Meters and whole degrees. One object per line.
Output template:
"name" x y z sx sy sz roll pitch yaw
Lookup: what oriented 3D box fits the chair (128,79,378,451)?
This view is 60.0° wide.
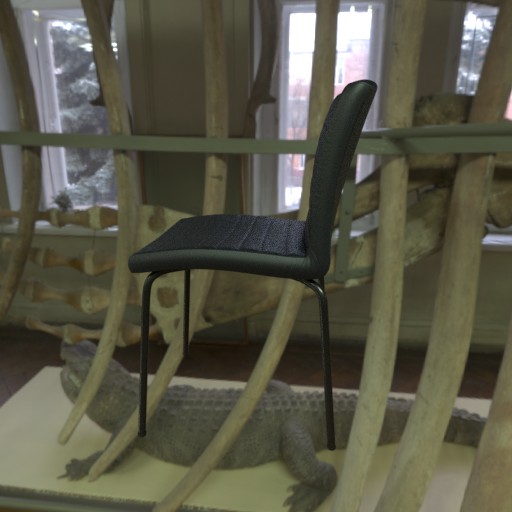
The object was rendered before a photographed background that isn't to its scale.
"chair" 0.000 0.000 1.211 0.572 0.872 0.450 2 17 6
